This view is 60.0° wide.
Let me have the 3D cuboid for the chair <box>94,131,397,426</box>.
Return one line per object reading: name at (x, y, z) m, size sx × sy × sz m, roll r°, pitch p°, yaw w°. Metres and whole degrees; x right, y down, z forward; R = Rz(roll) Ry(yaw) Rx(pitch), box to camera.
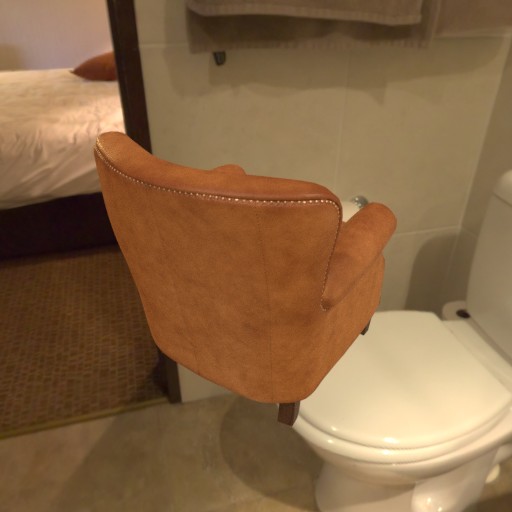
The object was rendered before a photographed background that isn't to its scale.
chair at (0.000, 0.000, 1.640) m, size 0.861 × 0.936 × 0.921 m, roll 21°, pitch 37°, yaw 31°
